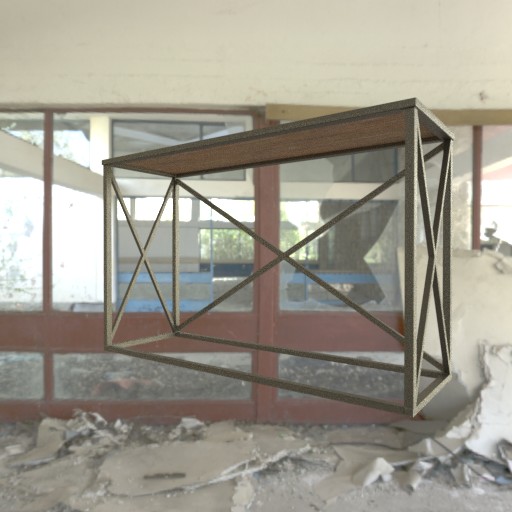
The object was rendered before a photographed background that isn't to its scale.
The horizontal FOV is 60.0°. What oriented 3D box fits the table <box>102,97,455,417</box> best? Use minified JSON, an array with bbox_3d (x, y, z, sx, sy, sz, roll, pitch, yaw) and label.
[{"bbox_3d":[0.000,0.000,1.557,1.216,0.753,0.402,0,1,36],"label":"table"}]
